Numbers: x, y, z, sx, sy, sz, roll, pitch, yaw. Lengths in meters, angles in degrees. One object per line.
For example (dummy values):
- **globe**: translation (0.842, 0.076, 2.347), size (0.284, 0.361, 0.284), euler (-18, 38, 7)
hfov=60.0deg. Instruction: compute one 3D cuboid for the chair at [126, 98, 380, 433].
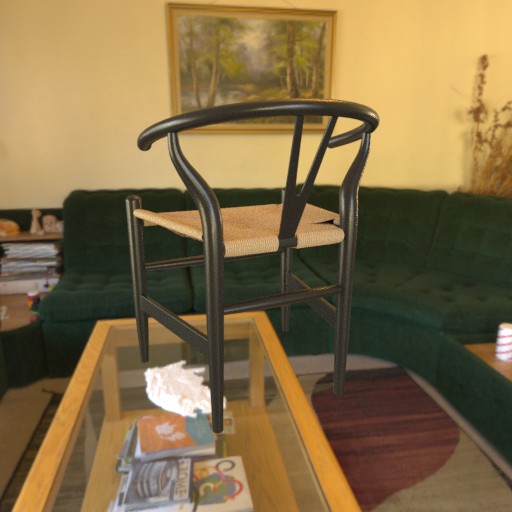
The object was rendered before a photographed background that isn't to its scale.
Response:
- **chair**: translation (0.000, 0.000, 1.157), size (0.570, 0.739, 0.570), euler (-7, 17, -26)
